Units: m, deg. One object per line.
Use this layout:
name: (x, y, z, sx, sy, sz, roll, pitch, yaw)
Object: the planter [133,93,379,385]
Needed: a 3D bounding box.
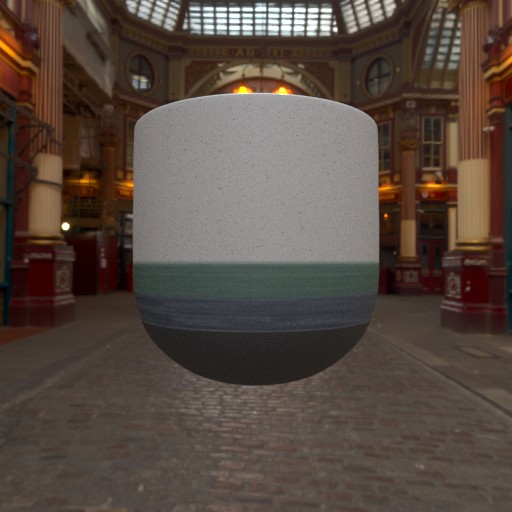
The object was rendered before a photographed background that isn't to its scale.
planter: (0.000, 0.000, 0.501, 0.268, 0.270, 0.268, 0, -1, 0)
